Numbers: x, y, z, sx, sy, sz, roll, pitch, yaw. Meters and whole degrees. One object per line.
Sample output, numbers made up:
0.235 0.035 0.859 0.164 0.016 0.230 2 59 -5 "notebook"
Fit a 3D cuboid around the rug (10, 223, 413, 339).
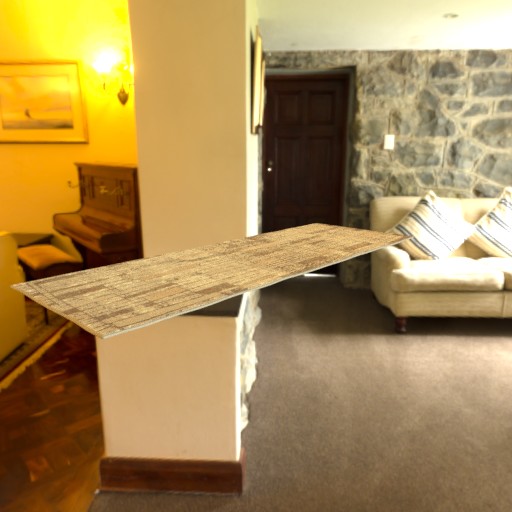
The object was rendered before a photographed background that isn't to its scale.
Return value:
0.000 0.000 2.581 0.857 0.018 2.383 12 18 42 "rug"
